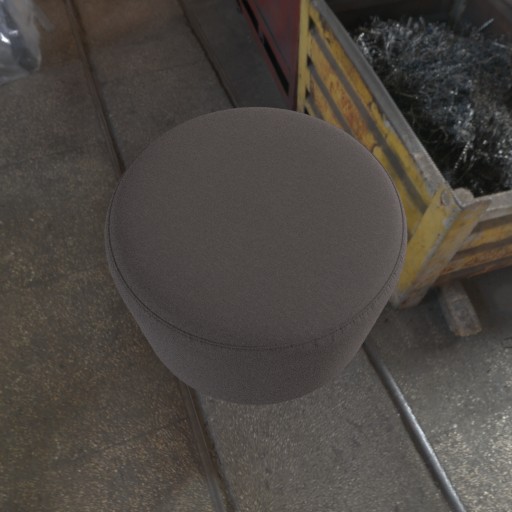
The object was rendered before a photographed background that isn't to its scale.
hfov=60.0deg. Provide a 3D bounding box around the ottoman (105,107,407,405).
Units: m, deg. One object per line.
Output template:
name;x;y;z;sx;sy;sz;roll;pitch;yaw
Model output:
ottoman;0.000;0.000;1.034;0.608;0.433;0.608;0;59;0
